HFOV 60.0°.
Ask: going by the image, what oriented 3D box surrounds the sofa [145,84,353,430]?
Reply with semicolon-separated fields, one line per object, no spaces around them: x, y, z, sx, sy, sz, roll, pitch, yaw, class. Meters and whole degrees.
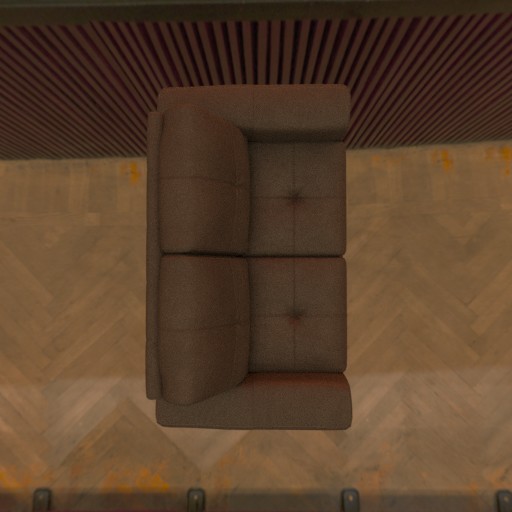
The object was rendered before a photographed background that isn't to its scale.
0.000;0.000;2.363;1.018;0.907;1.806;0;89;1;sofa
